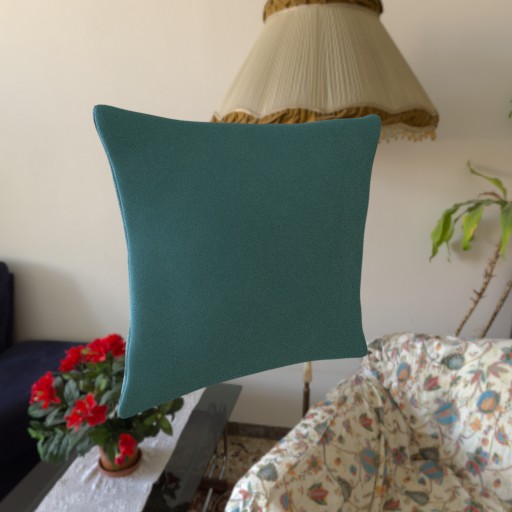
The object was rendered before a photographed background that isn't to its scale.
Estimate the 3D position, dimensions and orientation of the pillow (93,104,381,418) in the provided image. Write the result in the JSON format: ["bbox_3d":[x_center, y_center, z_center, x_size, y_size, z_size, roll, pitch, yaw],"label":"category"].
[{"bbox_3d":[0.000,0.000,0.662,0.433,0.415,0.151,-7,16,-25],"label":"pillow"}]
